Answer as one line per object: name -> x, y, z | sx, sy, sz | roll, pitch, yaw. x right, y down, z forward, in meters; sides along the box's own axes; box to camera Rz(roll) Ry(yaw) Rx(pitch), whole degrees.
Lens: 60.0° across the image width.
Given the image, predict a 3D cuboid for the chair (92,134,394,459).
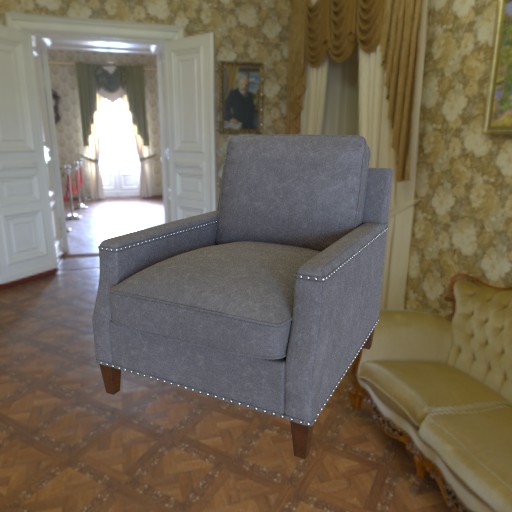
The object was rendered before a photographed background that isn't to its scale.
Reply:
chair -> 0.000, 0.000, 1.770 | 0.853, 0.948, 1.014 | 7, 16, 26
